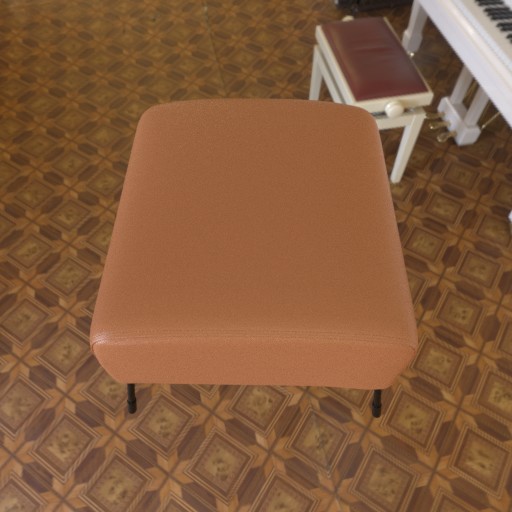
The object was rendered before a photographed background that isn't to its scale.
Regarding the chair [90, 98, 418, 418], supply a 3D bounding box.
[{"bbox_3d":[0.000,0.000,0.894,0.530,0.410,0.530,1,57,0],"label":"chair"}]
